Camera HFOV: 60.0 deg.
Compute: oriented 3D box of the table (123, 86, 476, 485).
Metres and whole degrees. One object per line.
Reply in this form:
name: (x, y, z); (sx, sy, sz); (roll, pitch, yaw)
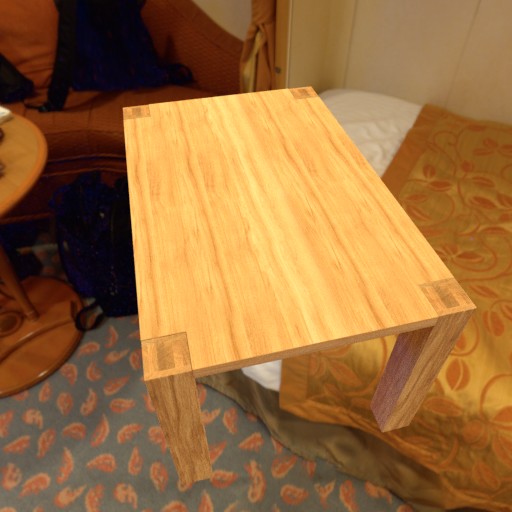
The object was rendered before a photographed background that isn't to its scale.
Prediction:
table: (0.000, 0.000, 1.881); (0.900, 0.760, 1.400); (-10, 46, -10)
